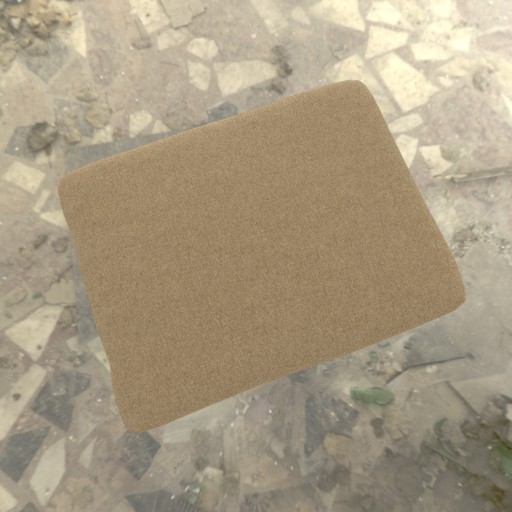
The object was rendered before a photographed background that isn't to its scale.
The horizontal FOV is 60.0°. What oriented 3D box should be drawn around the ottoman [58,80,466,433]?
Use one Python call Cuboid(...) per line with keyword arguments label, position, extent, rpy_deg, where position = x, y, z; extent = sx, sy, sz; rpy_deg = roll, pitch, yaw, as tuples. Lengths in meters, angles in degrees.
Cuboid(label="ottoman", position=(0.000, 0.000, 1.300), extent=(0.889, 0.511, 0.692), rpy_deg=(-20, 77, -5))
